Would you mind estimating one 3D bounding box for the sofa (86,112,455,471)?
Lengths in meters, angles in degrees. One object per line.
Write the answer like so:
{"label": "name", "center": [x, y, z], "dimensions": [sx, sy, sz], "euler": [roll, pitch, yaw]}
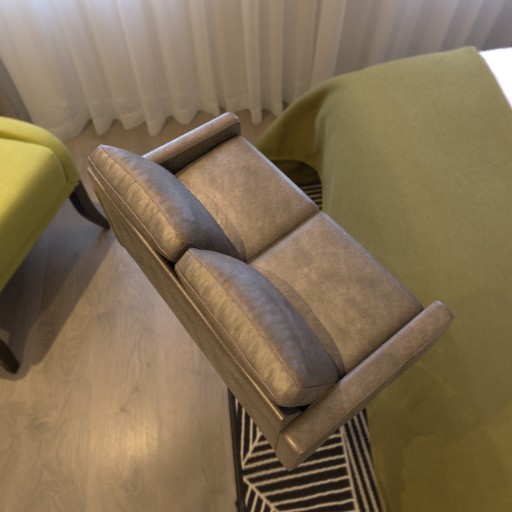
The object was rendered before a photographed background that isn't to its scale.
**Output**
{"label": "sofa", "center": [0.000, 0.000, 2.259], "dimensions": [0.939, 0.916, 1.732], "euler": [-33, 64, -19]}
